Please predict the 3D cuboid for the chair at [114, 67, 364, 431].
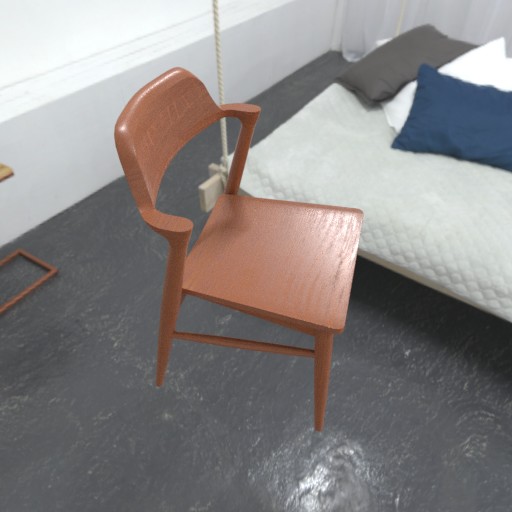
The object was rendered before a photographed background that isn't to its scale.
[{"bbox_3d":[0.000,0.000,1.125,0.499,0.801,0.496,11,46,11],"label":"chair"}]
